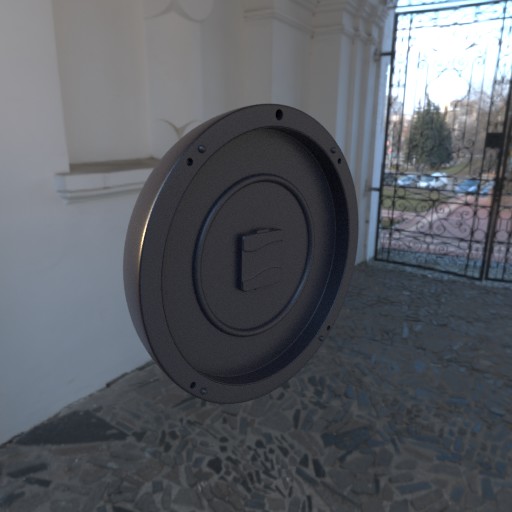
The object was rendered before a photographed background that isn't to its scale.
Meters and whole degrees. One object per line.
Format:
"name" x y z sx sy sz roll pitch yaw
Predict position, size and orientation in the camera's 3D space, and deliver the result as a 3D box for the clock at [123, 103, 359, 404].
"clock" 0.000 0.000 0.464 0.300 0.300 0.060 -14 21 -42
